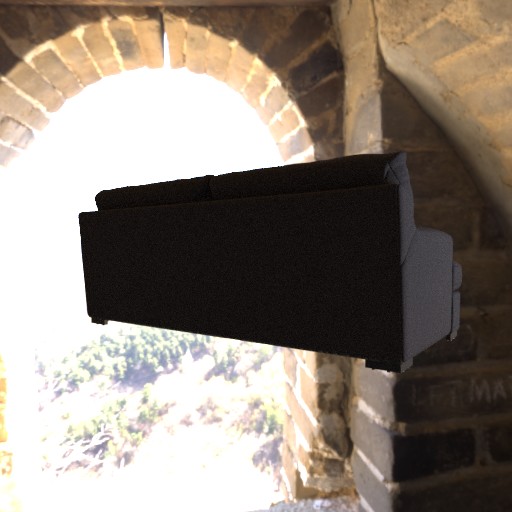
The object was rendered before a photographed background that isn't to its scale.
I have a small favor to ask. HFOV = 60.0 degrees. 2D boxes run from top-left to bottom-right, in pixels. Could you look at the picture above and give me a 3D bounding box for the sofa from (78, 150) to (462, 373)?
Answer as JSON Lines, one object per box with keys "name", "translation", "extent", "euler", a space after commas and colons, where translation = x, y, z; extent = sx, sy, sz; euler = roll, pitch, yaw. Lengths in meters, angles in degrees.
{"name": "sofa", "translation": [0.000, 0.000, 2.825], "extent": [2.271, 0.950, 1.140], "euler": [1, 1, 36]}
